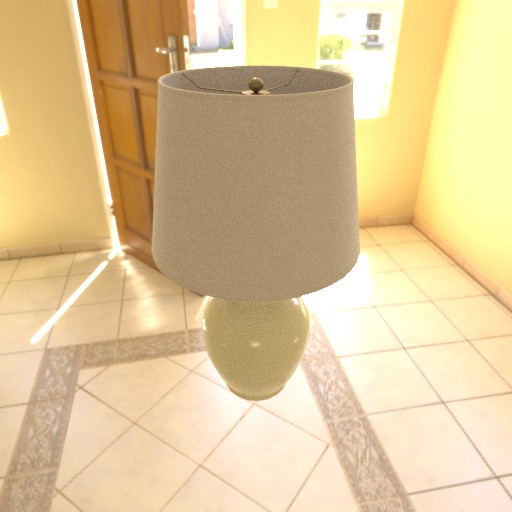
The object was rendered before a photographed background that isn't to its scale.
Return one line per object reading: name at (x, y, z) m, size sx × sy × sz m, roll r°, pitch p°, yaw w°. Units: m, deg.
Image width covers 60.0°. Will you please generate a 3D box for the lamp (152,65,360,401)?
lamp at (0.000, 0.000, 0.530) m, size 0.239 × 0.399 × 0.239 m, roll 0°, pitch 30°, yaw 0°
